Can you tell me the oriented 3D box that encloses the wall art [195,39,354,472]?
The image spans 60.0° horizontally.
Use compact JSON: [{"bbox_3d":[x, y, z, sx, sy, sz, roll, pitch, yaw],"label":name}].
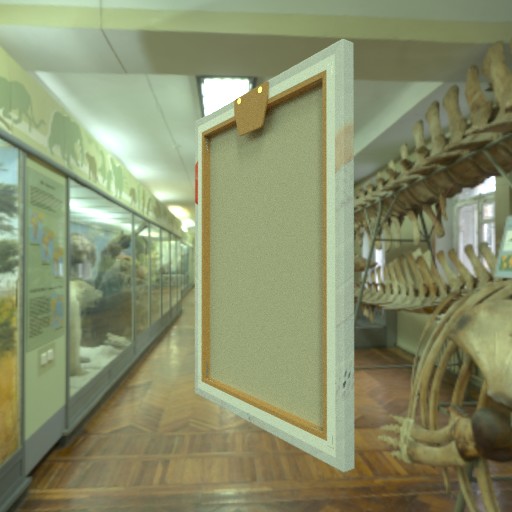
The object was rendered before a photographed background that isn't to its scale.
[{"bbox_3d":[0.000,0.000,1.354,0.045,1.014,0.759,0,-1,-35],"label":"wall art"}]
